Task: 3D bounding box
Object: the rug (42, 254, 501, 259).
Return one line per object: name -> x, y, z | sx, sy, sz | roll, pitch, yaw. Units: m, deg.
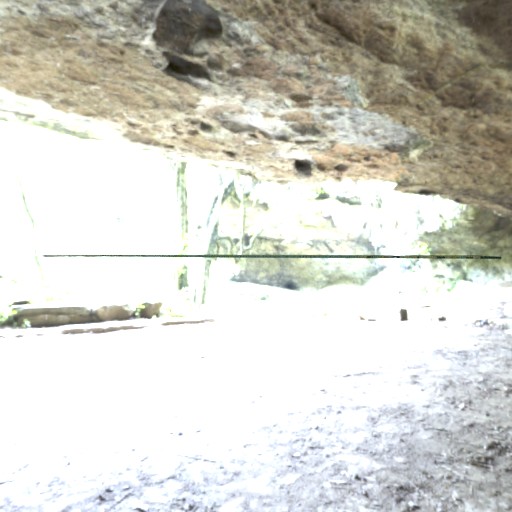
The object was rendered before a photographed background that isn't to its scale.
rug -> 0.000, 0.000, 2.620 | 2.441, 0.010, 0.744 | 0, 1, 18
